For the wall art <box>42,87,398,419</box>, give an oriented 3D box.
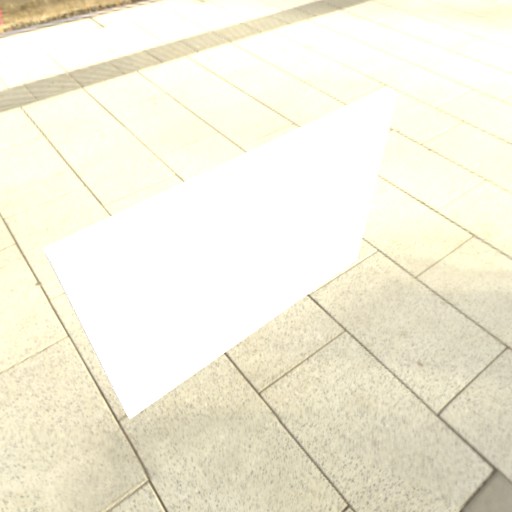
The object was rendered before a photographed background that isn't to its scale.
[{"bbox_3d":[0.000,0.000,1.677,1.308,0.902,0.051,-31,54,-26],"label":"wall art"}]
